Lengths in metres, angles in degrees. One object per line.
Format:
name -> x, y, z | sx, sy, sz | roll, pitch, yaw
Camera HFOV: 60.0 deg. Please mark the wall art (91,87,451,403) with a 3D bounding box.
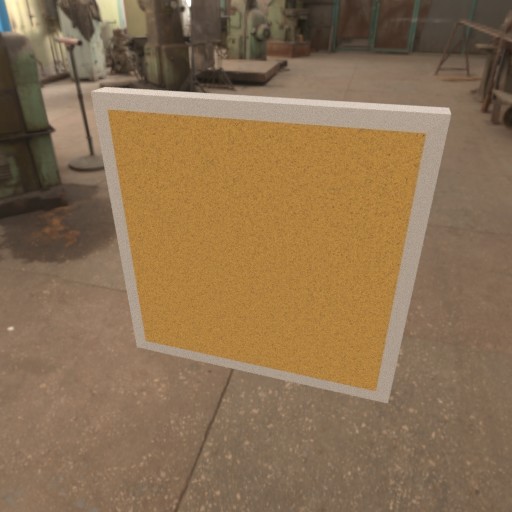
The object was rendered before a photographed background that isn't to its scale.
wall art -> 0.000, 0.000, 1.897 | 1.289, 1.291, 0.098 | 9, 32, 15
